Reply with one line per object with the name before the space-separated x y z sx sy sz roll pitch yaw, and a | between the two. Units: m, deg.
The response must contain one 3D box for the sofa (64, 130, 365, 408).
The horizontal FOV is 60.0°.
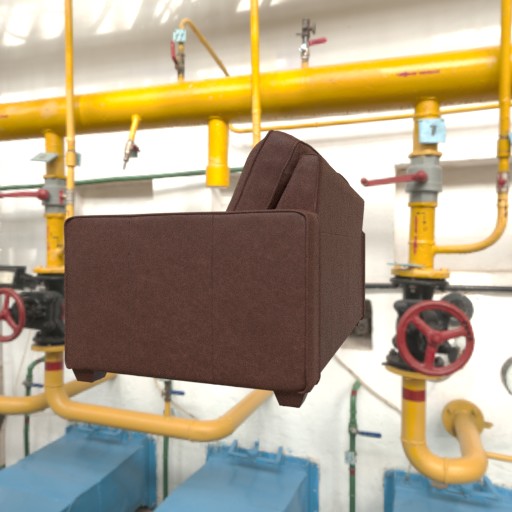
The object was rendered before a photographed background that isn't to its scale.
sofa | 0.000 0.000 2.266 0.947 0.918 1.709 0 1 19
